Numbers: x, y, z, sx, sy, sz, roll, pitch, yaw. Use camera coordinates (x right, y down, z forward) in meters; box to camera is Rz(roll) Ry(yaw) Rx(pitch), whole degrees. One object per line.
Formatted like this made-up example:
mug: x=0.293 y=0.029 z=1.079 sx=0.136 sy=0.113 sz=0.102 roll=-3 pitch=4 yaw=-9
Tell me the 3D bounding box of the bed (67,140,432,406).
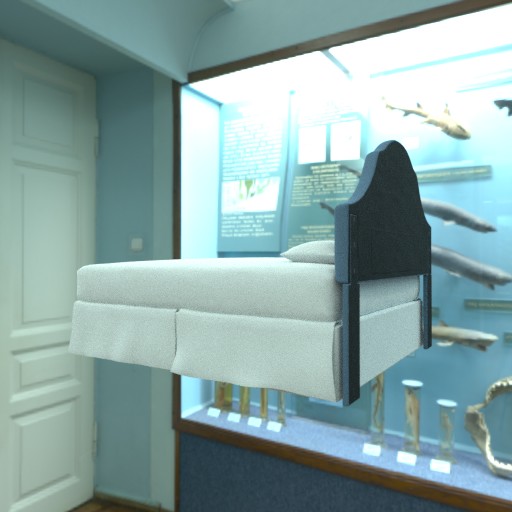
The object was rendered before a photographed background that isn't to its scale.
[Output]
bed: x=0.000 y=0.000 z=3.840 sx=2.477 sy=1.617 sz=2.039 roll=0 pitch=-1 yaw=34
